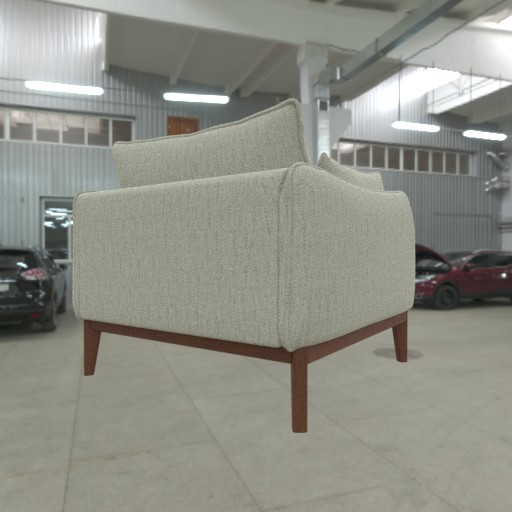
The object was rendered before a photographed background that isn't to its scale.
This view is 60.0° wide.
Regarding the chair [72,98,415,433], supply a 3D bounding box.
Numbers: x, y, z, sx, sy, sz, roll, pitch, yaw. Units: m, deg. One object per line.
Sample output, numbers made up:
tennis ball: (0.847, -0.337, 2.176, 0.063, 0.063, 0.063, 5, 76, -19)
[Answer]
chair: (0.000, 0.000, 1.706, 0.994, 0.855, 0.991, 0, 1, 35)
